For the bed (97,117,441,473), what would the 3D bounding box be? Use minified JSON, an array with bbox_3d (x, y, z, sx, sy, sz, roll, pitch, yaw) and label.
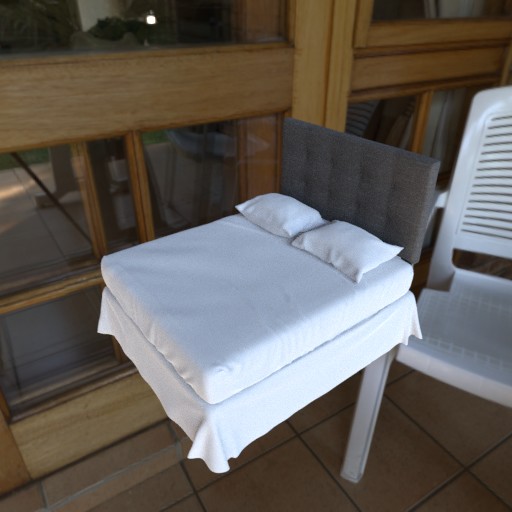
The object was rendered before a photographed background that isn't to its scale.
[{"bbox_3d":[0.000,0.000,3.516,2.222,1.577,1.936,-21,37,-32],"label":"bed"}]
